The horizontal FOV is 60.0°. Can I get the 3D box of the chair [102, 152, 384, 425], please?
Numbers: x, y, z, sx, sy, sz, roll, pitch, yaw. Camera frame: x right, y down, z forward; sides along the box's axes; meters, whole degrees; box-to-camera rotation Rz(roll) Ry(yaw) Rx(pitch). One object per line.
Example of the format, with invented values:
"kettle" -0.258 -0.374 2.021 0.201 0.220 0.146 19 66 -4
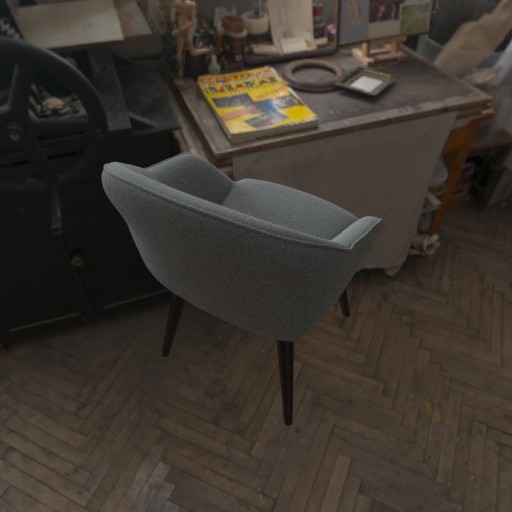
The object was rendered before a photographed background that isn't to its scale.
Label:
"chair" 0.000 0.000 1.236 0.589 0.810 0.611 23 50 21
